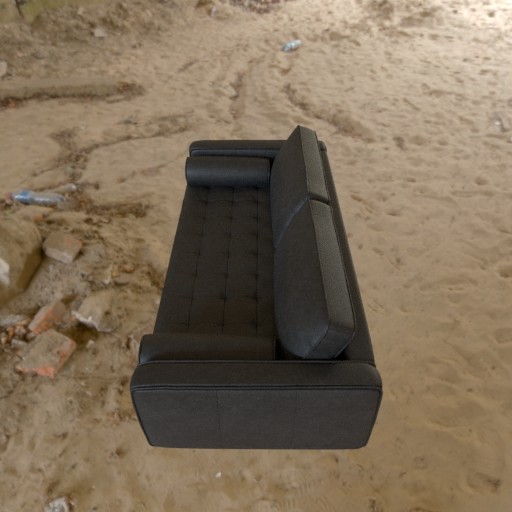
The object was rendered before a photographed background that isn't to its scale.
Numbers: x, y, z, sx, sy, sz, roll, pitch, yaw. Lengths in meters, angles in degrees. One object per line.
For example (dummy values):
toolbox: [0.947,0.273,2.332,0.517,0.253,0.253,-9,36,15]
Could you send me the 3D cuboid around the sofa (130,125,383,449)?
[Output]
sofa: [0.000,0.000,2.347,0.921,0.770,1.879,0,41,0]
